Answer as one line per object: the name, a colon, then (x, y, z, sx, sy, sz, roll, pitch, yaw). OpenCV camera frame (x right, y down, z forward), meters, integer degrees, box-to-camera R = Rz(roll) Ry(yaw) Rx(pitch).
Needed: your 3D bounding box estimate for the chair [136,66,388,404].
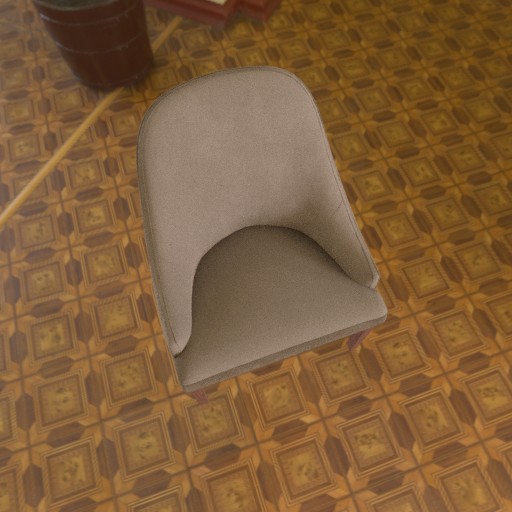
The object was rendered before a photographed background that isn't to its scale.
chair: (0.000, 0.000, 1.316, 0.643, 0.889, 0.575, -18, 64, -9)
